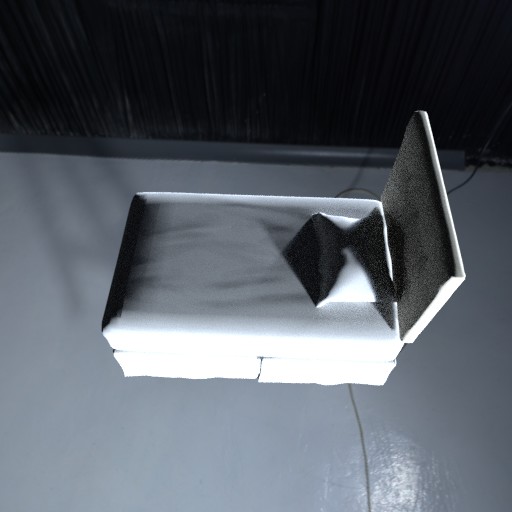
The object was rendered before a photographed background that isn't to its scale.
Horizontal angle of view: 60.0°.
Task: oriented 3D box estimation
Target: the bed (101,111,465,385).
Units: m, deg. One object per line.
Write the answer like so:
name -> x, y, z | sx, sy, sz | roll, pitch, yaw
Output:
bed -> 0.000, 0.000, 2.991 | 1.997, 1.571, 1.261 | 2, 58, 1
